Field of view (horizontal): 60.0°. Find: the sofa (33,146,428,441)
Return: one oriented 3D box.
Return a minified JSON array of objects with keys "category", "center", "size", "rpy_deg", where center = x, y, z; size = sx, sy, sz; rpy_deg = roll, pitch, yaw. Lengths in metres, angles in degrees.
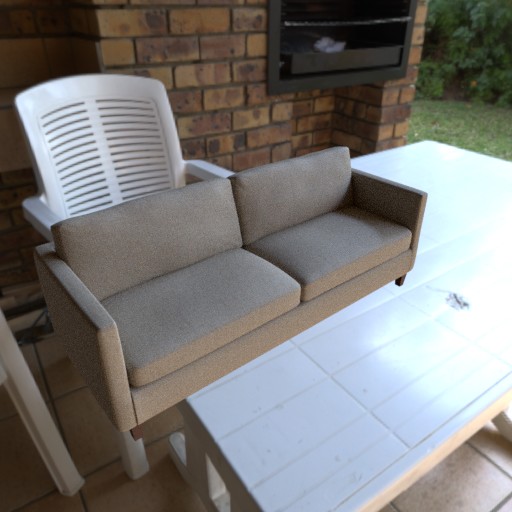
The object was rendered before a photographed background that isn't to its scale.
[{"category":"sofa","center":[0.000,0.000,2.899],"size":[2.434,0.965,0.951],"rpy_deg":[-22,36,-33]}]
